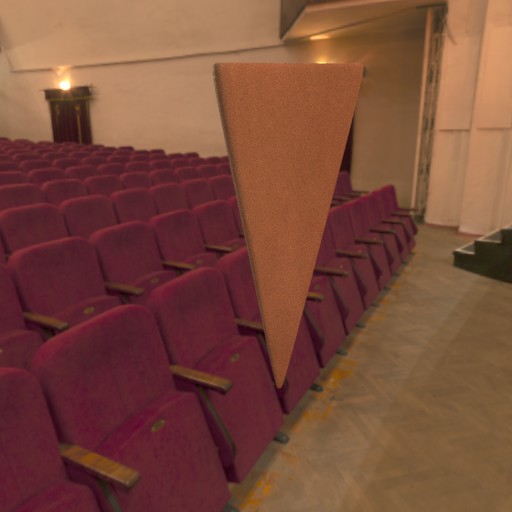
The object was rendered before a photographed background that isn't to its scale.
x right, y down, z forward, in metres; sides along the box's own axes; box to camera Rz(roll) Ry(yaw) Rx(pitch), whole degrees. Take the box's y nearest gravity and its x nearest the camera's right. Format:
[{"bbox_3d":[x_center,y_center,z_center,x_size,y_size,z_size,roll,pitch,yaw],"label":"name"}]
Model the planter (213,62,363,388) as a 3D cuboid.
[{"bbox_3d":[0.000,0.000,0.275,0.101,0.224,0.081,8,17,27],"label":"planter"}]
